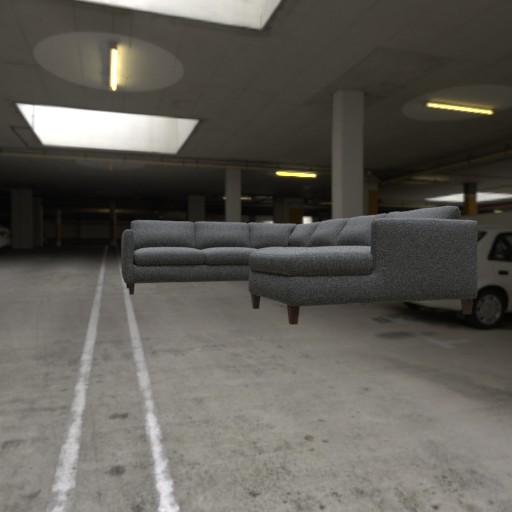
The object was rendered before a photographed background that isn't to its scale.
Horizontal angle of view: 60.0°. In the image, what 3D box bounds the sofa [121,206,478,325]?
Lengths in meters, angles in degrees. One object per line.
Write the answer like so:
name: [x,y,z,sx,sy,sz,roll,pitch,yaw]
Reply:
sofa: [0.000,0.000,4.483,2.551,0.853,3.238,0,1,-18]
